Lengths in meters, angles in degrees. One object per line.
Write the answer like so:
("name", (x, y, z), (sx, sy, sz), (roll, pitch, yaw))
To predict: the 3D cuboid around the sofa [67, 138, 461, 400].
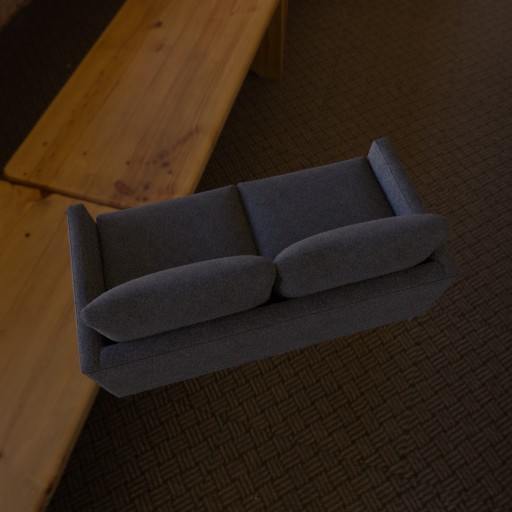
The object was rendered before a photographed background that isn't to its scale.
("sofa", (0.000, 0.000, 2.235), (1.716, 0.862, 0.866), (-14, 62, -7))
